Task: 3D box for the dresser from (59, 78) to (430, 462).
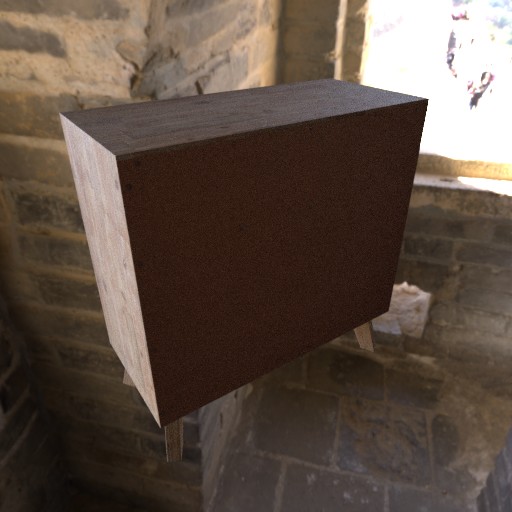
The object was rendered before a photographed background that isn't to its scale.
[{"bbox_3d":[0.000,0.000,1.560,0.998,1.029,0.455,-19,36,-29],"label":"dresser"}]
